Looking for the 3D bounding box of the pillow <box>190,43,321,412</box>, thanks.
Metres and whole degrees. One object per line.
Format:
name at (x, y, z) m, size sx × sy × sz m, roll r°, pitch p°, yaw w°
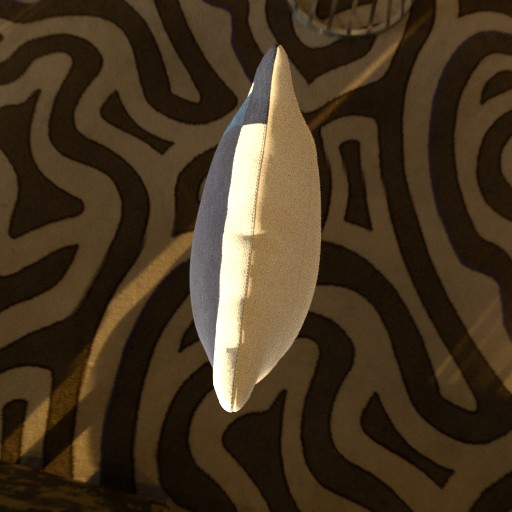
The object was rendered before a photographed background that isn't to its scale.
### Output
pillow at (0.000, 0.000, 0.806) m, size 0.229 × 0.506 × 0.536 m, roll 7°, pitch 75°, yaw 2°
